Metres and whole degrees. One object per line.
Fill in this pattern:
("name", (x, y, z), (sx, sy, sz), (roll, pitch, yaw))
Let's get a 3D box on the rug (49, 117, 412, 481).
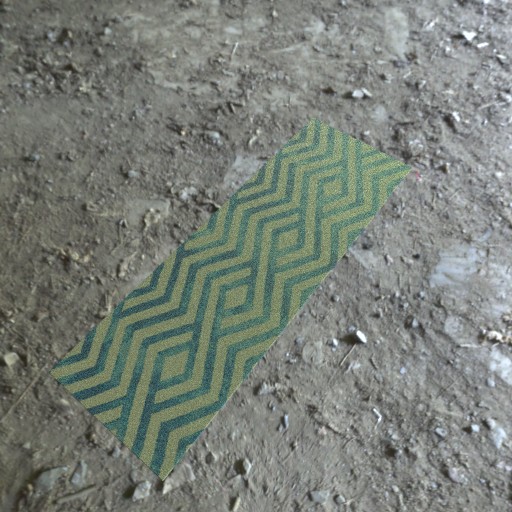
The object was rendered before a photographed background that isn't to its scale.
("rug", (0.000, 0.000, 1.630), (0.503, 0.007, 1.492), (34, 64, 19))
